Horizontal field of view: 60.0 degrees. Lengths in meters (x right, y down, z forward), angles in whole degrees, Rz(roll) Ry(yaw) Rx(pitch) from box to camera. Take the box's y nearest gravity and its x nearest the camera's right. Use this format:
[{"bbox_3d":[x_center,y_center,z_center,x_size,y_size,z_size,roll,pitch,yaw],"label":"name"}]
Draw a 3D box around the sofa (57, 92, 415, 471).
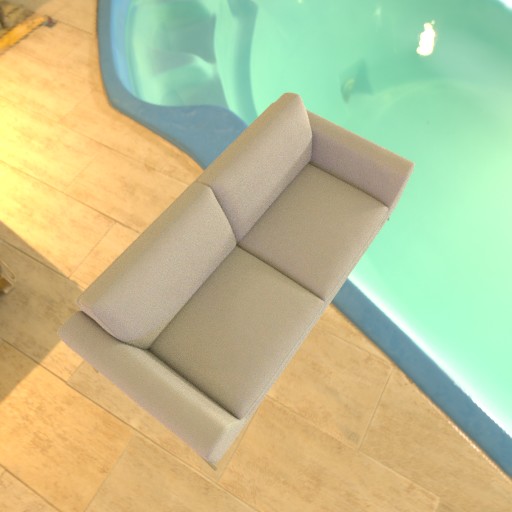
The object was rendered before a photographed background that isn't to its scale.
[{"bbox_3d":[0.000,0.000,2.544,0.953,0.875,2.017,32,65,17],"label":"sofa"}]
